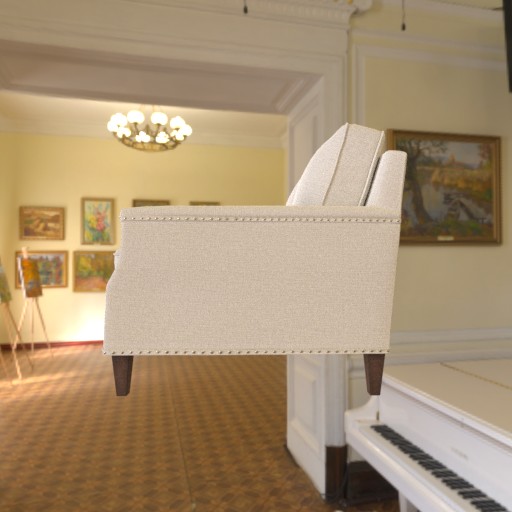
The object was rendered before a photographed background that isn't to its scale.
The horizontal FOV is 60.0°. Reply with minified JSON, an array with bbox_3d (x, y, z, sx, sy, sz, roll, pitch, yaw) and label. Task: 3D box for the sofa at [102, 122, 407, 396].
[{"bbox_3d":[0.000,0.000,2.298,1.084,1.003,1.597,0,-1,-1],"label":"sofa"}]
